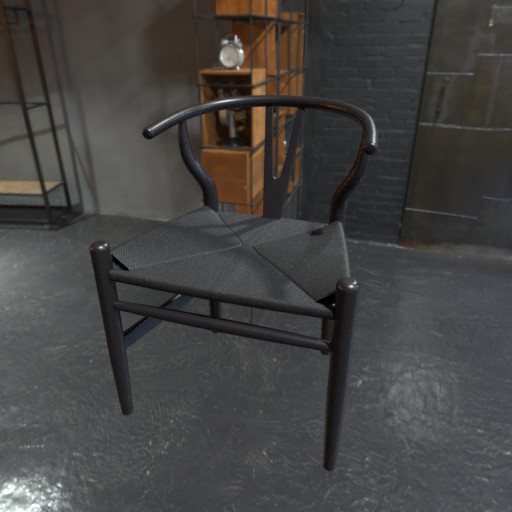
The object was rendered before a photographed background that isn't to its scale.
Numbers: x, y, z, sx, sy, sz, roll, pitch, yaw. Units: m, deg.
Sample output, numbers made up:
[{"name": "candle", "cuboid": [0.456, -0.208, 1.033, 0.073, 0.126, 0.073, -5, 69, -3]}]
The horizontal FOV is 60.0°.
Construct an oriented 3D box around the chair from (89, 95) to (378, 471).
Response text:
[{"name": "chair", "cuboid": [0.000, 0.000, 1.147, 0.569, 0.730, 0.579, 8, 27, 16]}]
